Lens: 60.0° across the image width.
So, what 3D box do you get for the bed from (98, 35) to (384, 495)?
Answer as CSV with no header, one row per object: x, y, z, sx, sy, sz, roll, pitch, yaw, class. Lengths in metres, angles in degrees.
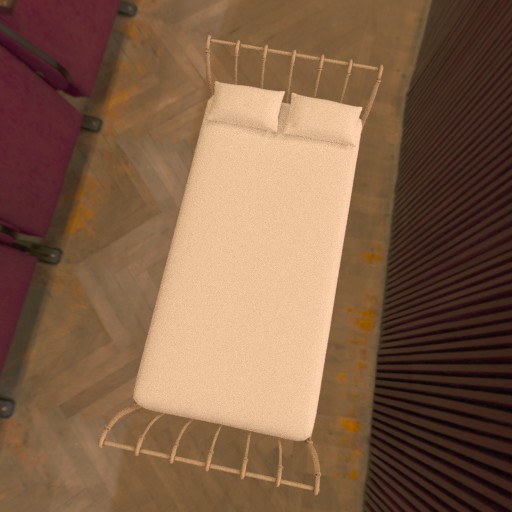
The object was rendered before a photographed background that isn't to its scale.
0.000,0.000,2.639,1.032,0.873,2.228,11,76,3,bed
